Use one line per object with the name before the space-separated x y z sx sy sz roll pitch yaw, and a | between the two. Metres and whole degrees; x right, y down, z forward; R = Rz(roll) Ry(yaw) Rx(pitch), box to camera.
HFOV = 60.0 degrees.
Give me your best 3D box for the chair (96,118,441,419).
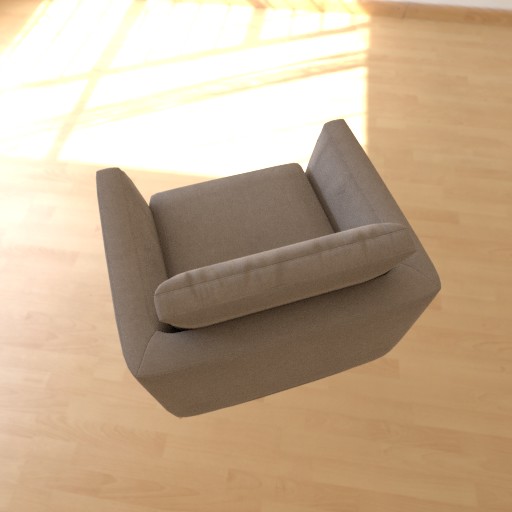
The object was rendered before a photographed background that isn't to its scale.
chair | 0.000 0.000 1.709 1.041 0.864 0.889 -14 58 -9
